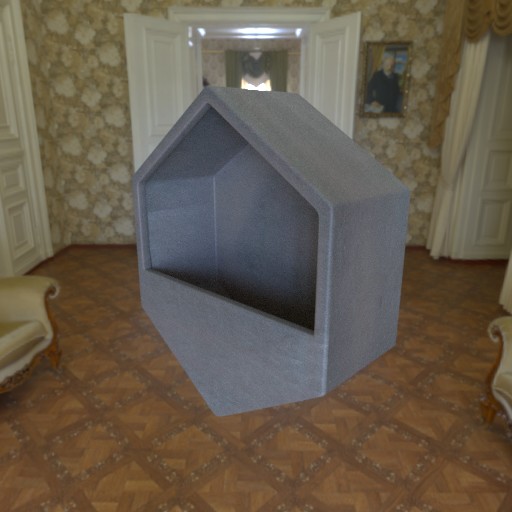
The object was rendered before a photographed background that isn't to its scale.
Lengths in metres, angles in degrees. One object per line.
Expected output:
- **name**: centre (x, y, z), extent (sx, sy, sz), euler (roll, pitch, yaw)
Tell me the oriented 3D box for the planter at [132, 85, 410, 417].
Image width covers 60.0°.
- **planter**: centre (0.000, 0.000, 0.293), extent (0.169, 0.206, 0.077), euler (15, 22, 42)
